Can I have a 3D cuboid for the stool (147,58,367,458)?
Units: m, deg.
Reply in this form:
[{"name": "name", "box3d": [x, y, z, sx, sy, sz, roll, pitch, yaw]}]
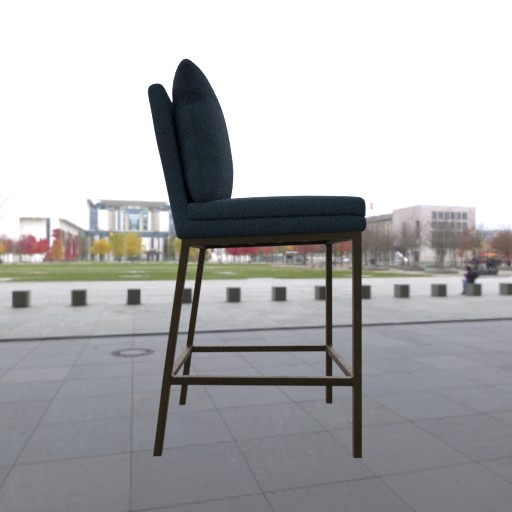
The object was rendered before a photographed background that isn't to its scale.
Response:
[{"name": "stool", "box3d": [0.000, 0.000, 1.352, 0.568, 1.032, 0.463, 0, 0, 0]}]
